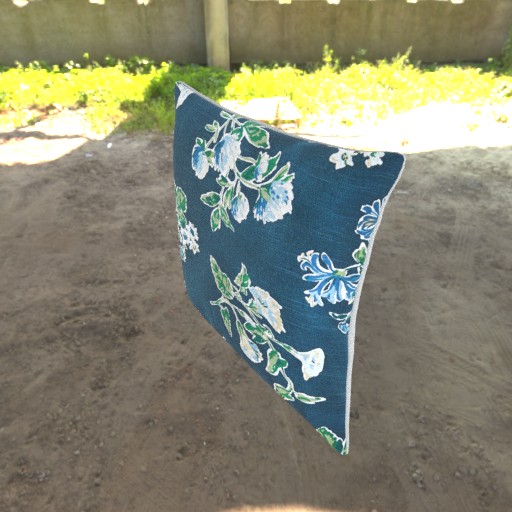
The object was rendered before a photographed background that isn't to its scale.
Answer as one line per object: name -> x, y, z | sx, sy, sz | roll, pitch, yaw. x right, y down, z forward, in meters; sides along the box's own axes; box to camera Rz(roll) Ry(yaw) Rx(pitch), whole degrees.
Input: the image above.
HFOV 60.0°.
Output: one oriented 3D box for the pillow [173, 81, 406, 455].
pillow -> 0.000, 0.000, 0.778 | 0.166, 0.508, 0.525 | -21, 37, -30
